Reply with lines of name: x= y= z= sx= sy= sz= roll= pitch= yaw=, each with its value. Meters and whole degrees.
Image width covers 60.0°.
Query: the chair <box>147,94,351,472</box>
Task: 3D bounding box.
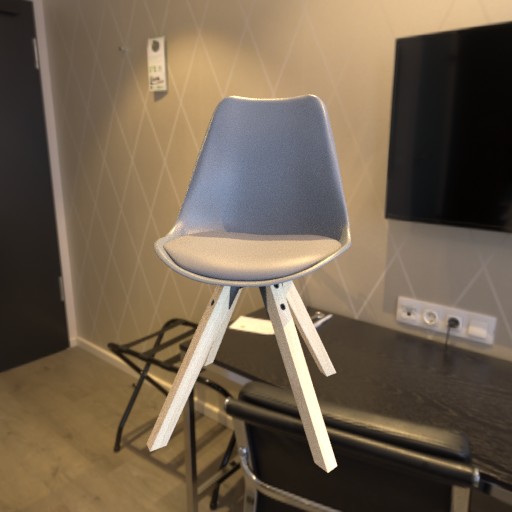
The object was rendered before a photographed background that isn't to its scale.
chair: x=0.000 y=0.000 z=1.165 sx=0.485 sy=0.850 sz=0.550 roll=2 pitch=14 yaw=9
